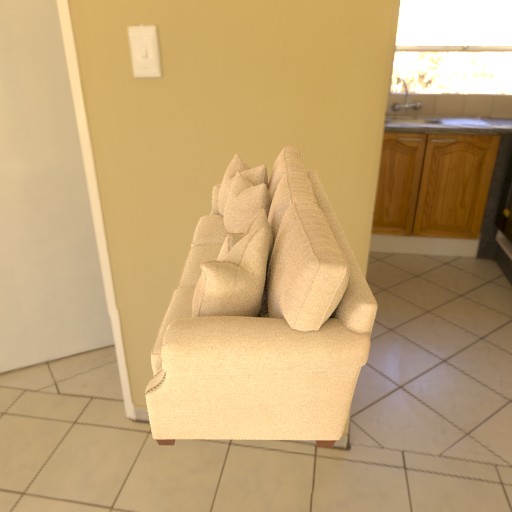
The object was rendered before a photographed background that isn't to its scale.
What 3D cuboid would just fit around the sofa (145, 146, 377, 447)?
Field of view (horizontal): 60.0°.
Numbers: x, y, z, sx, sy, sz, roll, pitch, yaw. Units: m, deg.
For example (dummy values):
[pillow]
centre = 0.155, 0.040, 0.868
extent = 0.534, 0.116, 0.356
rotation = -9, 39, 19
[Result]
[sofa]
centre = 0.000, 0.000, 2.803
extent = 0.965, 0.975, 2.312
rotation = 0, 25, 0
